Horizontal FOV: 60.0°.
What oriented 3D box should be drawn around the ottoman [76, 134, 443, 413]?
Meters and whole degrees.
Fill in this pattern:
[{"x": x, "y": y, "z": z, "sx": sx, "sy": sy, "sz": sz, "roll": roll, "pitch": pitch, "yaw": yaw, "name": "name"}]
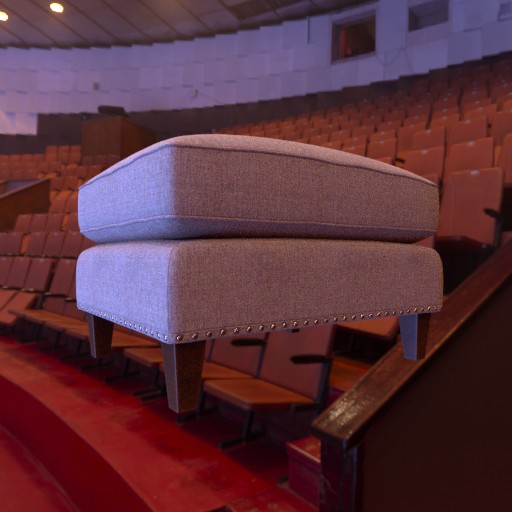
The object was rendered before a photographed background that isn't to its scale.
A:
[{"x": 0.000, "y": 0.000, "z": 1.122, "sx": 0.741, "sy": 0.513, "sz": 0.584, "roll": 0, "pitch": 0, "yaw": -35, "name": "ottoman"}]
